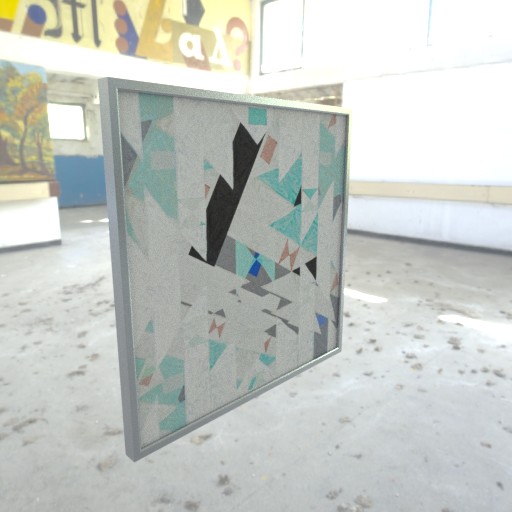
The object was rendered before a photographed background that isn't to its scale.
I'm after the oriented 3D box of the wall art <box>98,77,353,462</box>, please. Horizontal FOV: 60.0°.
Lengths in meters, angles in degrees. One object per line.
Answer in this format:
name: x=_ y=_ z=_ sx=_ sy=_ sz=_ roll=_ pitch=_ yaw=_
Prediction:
wall art: x=0.000 y=0.000 z=1.189 sx=0.038 sy=0.806 sz=0.806 roll=12 pitch=18 yaw=43
